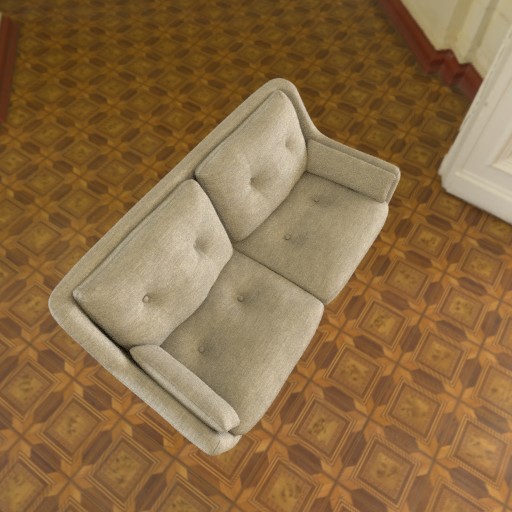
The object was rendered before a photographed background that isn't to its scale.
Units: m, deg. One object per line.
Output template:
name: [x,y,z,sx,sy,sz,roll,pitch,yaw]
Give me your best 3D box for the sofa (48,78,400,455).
sofa: [0.000,0.000,2.452,0.976,0.897,1.930,29,62,17]
